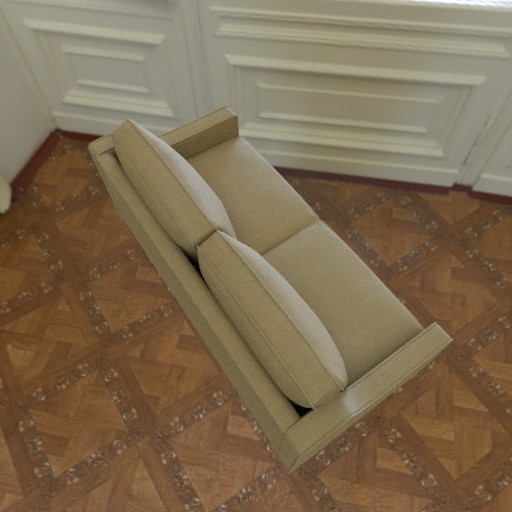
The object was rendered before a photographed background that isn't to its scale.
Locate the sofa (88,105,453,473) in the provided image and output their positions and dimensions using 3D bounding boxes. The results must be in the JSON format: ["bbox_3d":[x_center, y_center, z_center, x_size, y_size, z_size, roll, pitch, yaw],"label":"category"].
[{"bbox_3d":[0.000,0.000,2.757,1.066,1.071,2.178,-31,64,-17],"label":"sofa"}]
